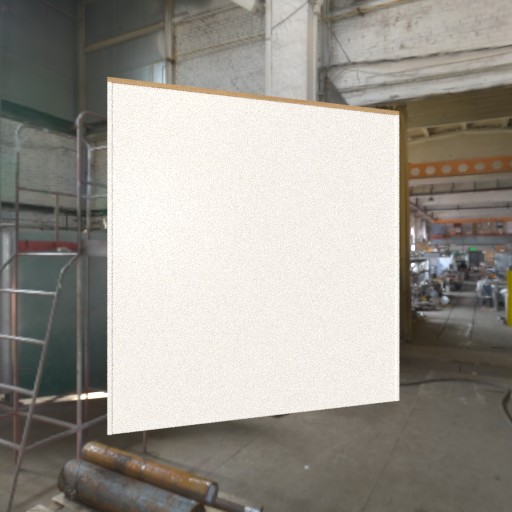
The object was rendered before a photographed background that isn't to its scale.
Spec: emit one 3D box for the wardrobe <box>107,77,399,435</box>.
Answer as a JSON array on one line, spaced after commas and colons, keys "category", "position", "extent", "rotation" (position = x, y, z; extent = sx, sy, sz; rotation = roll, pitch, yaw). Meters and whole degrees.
[{"category": "wardrobe", "position": [0.000, 0.000, 3.409], "extent": [2.160, 2.260, 0.590], "rotation": [0, 0, -18]}]
